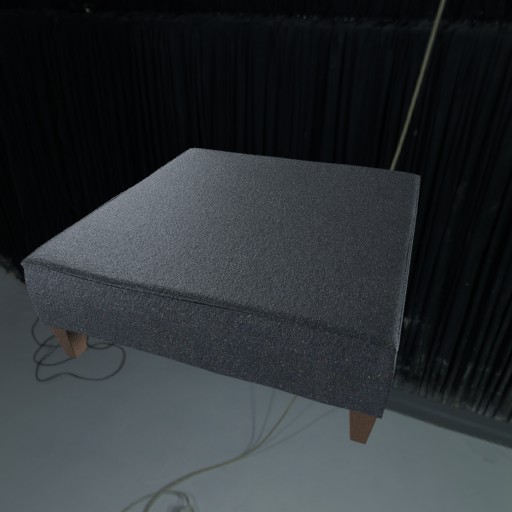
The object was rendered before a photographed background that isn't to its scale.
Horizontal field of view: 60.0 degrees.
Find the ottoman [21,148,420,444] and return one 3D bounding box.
[{"bbox_3d":[0.000,0.000,1.501,0.968,0.382,1.004,11,33,17],"label":"ottoman"}]
